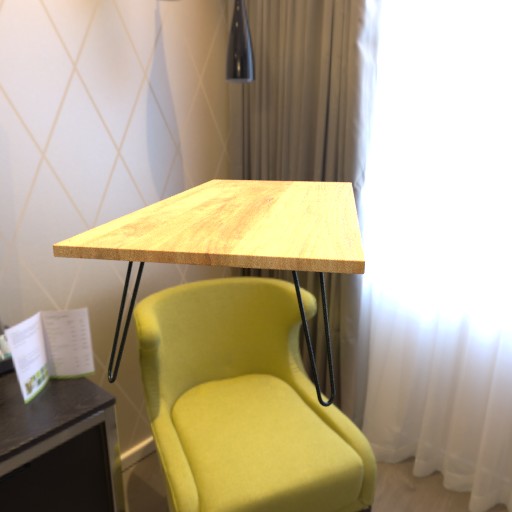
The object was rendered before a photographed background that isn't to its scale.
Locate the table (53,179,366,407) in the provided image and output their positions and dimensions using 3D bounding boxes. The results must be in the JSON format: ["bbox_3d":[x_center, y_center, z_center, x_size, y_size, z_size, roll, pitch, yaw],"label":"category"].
[{"bbox_3d":[0.000,0.000,1.645,0.699,0.400,1.348,3,16,10],"label":"table"}]
